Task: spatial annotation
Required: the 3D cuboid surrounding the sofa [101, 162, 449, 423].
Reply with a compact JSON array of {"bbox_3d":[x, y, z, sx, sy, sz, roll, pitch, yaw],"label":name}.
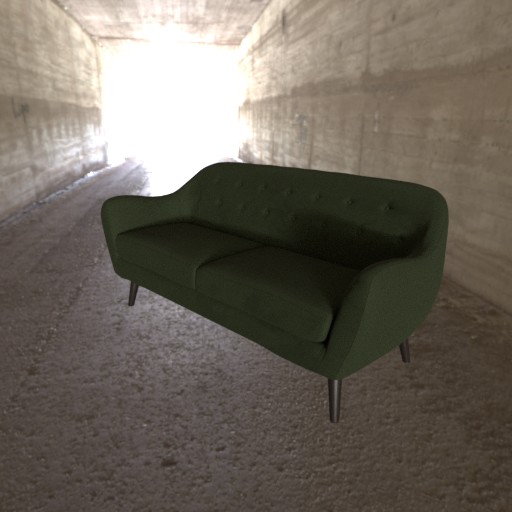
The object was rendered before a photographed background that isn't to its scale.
[{"bbox_3d":[0.000,0.000,2.312,1.840,0.836,0.820,17,25,42],"label":"sofa"}]
